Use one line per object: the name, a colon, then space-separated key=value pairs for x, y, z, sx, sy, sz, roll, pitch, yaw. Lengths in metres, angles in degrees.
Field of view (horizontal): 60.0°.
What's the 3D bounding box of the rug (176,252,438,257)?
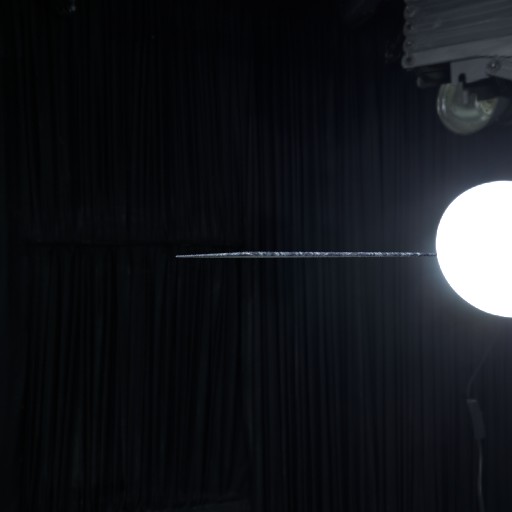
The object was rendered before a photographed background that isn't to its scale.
rug: x=0.000 y=0.000 z=2.561 sx=0.719 sy=0.013 sz=2.306 roll=0 pitch=0 yaw=-15
